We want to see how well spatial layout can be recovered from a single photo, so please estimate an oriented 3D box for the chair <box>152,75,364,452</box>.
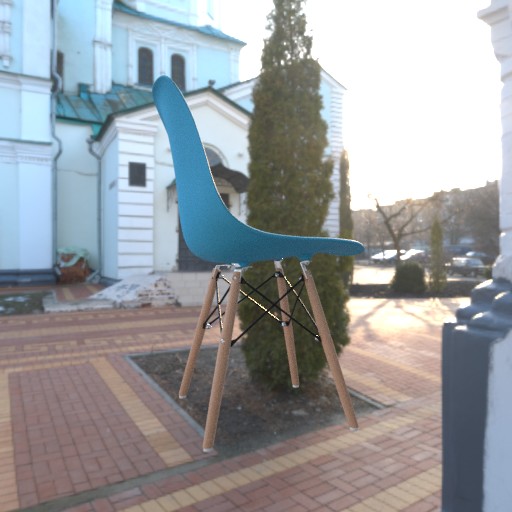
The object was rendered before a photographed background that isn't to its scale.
[{"bbox_3d":[0.000,0.000,1.165,0.531,0.826,0.470,0,0,-18],"label":"chair"}]
